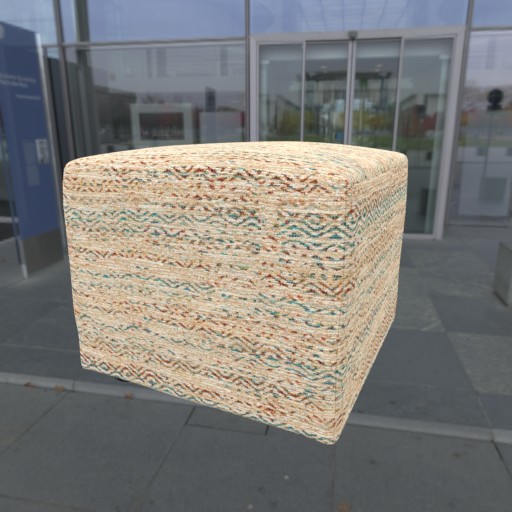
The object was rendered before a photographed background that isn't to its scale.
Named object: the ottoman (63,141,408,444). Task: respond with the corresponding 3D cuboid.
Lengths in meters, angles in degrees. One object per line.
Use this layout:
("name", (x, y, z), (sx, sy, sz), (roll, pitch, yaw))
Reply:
("ottoman", (0.000, 0.000, 0.912), (0.512, 0.453, 0.521), (8, 18, 25))
